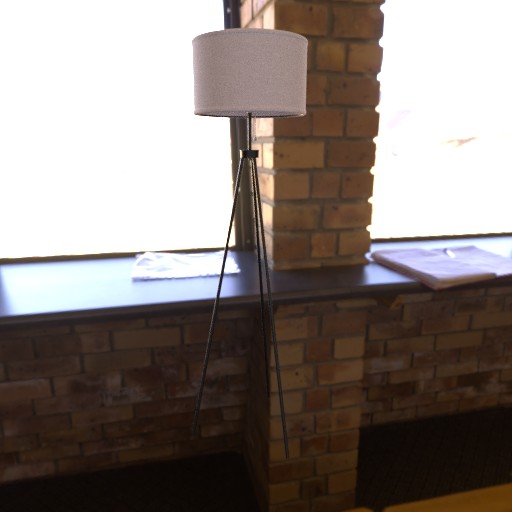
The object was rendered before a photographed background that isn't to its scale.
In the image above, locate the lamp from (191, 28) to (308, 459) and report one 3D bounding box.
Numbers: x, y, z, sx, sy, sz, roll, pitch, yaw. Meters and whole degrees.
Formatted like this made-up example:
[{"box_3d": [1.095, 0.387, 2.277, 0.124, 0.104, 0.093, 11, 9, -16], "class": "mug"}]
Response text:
[{"box_3d": [0.000, 0.000, 1.739, 0.448, 1.545, 0.458, -14, 20, -43], "class": "lamp"}]
